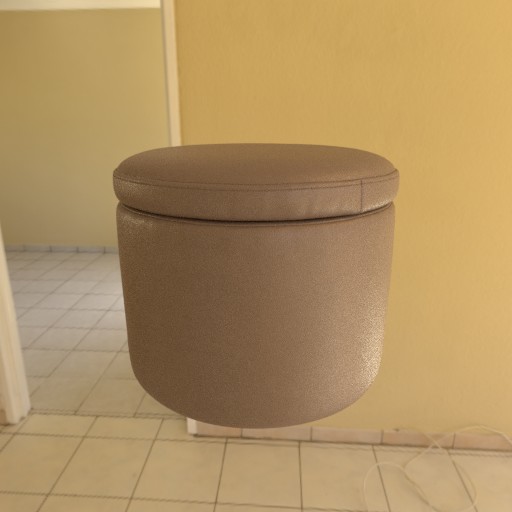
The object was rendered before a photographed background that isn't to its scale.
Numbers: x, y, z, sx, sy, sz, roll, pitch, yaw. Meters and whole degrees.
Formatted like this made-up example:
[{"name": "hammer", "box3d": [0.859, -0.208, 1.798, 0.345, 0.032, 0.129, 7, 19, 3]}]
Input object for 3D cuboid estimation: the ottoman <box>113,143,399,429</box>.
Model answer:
[{"name": "ottoman", "box3d": [0.000, 0.000, 0.850, 0.500, 0.409, 0.500, 0, 17, 0]}]
